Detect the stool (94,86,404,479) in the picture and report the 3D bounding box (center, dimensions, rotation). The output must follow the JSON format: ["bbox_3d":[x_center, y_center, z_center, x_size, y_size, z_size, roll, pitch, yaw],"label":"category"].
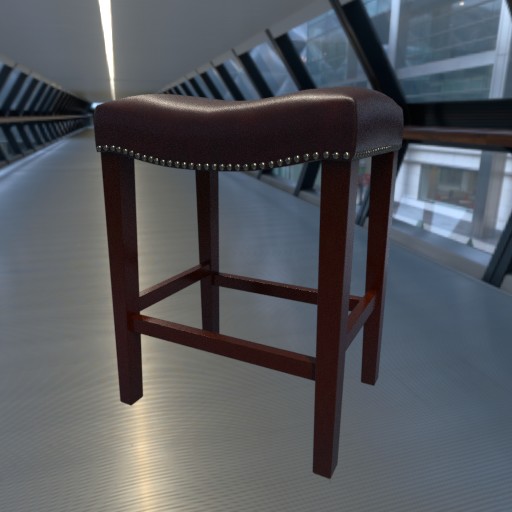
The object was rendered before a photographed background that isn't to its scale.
[{"bbox_3d":[0.000,0.000,0.945,0.504,0.657,0.372,8,18,26],"label":"stool"}]
